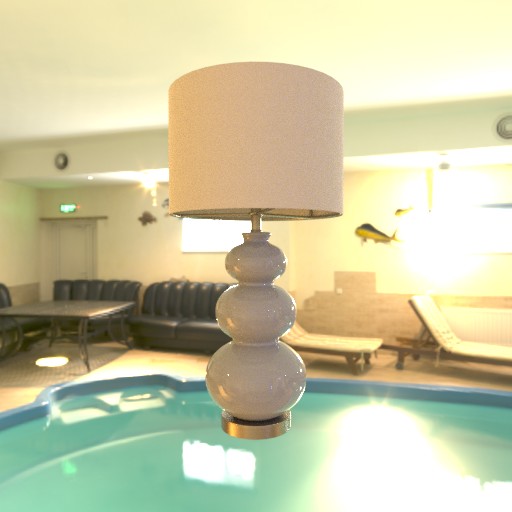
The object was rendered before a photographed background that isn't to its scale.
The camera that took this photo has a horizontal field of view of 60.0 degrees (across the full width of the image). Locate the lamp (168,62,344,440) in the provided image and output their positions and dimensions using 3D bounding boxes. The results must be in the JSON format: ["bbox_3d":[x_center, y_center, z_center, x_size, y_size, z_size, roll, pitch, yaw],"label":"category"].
[{"bbox_3d":[0.000,0.000,0.951,0.367,0.730,0.367,0,1,-1],"label":"lamp"}]
